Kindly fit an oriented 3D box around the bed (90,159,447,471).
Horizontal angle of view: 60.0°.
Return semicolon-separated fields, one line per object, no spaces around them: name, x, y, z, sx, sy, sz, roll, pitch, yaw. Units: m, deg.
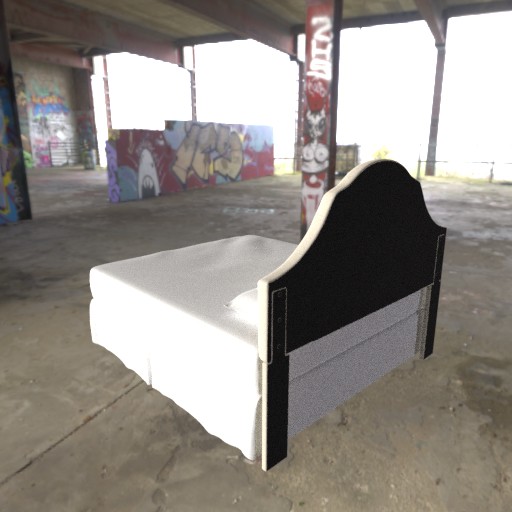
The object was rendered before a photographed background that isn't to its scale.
bed;0.000;0.000;3.595;2.008;1.615;2.214;-14;20;-42
